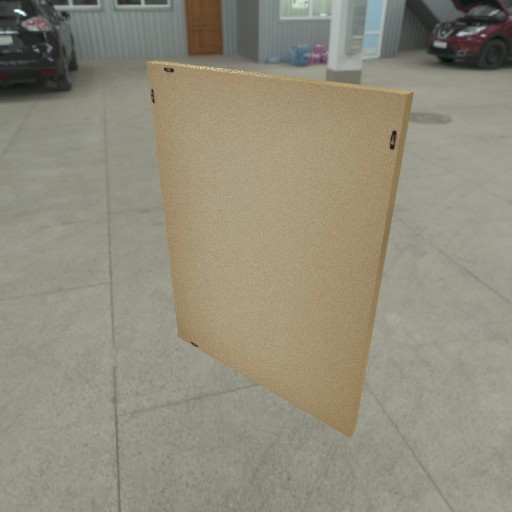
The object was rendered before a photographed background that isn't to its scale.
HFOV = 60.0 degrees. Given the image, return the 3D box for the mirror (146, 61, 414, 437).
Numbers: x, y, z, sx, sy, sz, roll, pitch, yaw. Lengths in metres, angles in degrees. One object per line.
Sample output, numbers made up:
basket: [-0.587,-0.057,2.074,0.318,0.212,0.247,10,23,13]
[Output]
mirror: [0.000,0.000,1.324,0.762,1.016,0.041,22,37,32]
